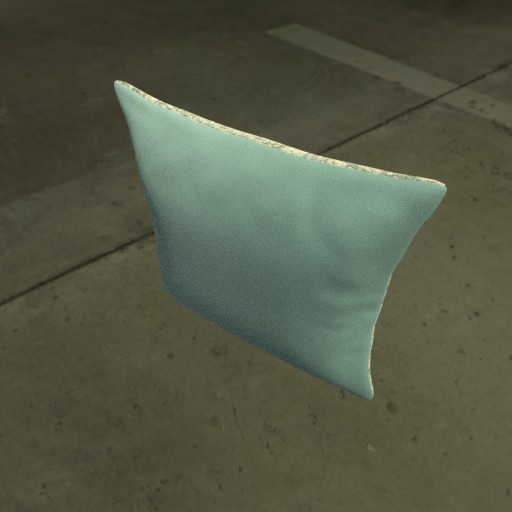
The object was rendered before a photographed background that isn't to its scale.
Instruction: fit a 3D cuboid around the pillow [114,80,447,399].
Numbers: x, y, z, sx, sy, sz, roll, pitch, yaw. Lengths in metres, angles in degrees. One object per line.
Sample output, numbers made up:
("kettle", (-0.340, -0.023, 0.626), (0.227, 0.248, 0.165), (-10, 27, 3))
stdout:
("pillow", (0.000, 0.000, 0.779), (0.526, 0.507, 0.166), (24, 49, 23))
